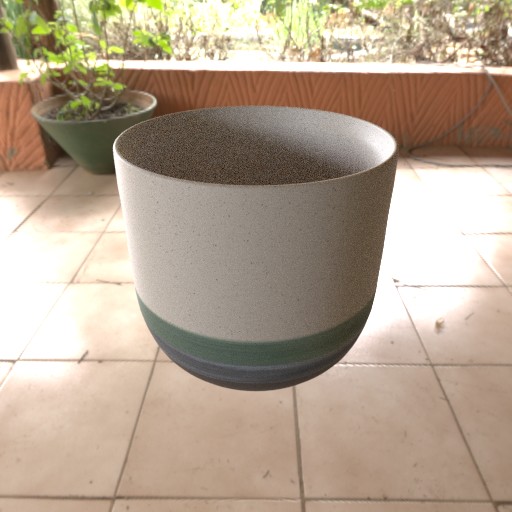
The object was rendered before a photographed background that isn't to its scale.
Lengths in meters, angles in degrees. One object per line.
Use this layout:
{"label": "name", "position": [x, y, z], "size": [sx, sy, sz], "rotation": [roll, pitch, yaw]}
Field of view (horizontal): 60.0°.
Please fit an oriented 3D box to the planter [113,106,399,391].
{"label": "planter", "position": [0.000, 0.000, 0.495], "size": [0.268, 0.270, 0.268], "rotation": [0, 31, 0]}
